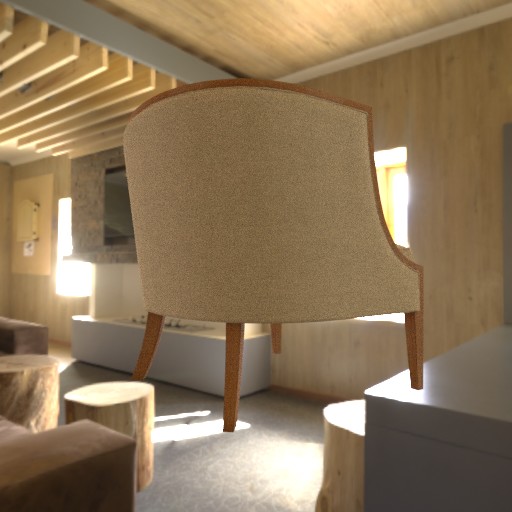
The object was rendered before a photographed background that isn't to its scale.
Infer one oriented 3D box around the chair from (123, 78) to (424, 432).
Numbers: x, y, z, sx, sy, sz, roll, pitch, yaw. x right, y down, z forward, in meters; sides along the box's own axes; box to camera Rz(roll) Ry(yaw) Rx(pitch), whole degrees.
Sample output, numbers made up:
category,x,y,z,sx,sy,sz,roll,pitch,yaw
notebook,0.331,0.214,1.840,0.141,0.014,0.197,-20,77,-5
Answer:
category,x,y,z,sx,sy,sz,roll,pitch,yaw
chair,0.000,0.000,1.354,0.757,0.775,0.711,1,-1,-36
